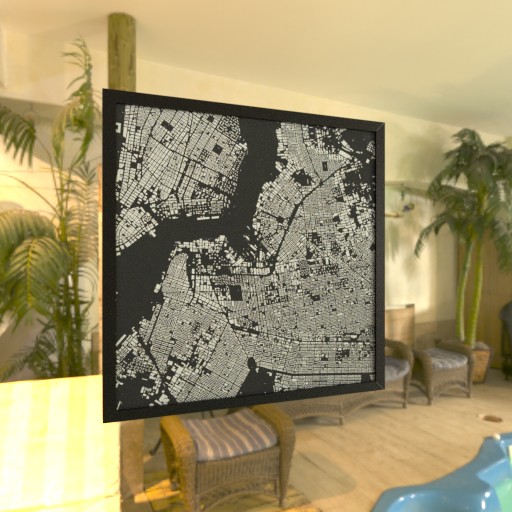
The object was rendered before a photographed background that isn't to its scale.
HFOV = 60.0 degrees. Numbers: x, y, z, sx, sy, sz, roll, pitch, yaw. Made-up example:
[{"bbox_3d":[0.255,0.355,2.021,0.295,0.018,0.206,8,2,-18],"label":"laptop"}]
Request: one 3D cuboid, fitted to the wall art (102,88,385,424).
[{"bbox_3d":[0.000,0.000,0.771,0.506,0.506,0.038,0,0,-20],"label":"wall art"}]
